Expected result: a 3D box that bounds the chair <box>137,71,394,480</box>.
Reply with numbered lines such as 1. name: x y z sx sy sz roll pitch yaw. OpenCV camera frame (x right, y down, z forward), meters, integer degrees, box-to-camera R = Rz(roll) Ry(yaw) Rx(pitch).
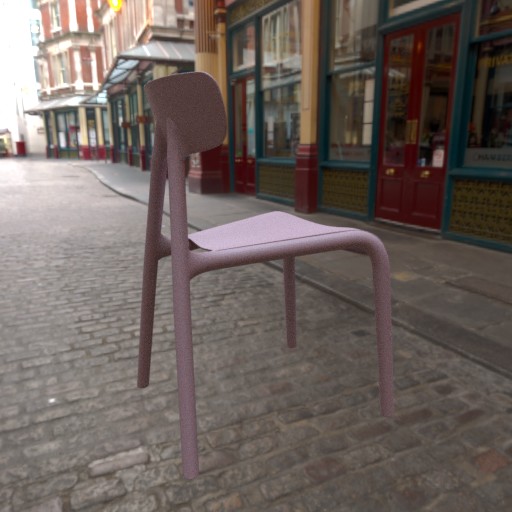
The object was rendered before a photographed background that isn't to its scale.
1. chair: 0.000 0.000 0.816 0.401 0.580 0.356 -7 15 -27
